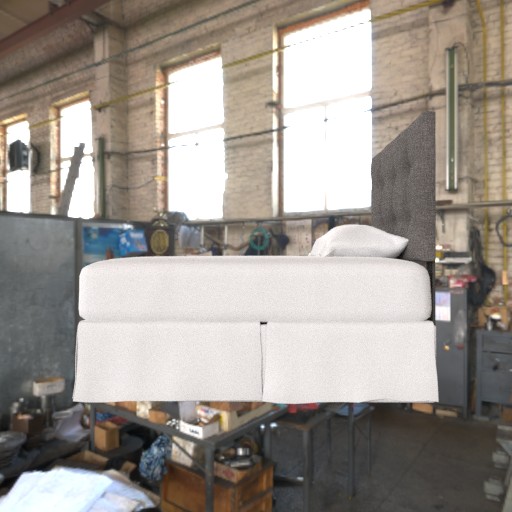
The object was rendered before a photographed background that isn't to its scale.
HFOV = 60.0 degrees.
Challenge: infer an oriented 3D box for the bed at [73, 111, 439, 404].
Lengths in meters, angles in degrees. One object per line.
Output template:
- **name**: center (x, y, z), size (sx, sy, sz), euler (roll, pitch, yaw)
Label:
- **bed**: center (0.000, 0.000, 2.962), size (1.997, 1.571, 1.261), euler (0, 0, 1)
